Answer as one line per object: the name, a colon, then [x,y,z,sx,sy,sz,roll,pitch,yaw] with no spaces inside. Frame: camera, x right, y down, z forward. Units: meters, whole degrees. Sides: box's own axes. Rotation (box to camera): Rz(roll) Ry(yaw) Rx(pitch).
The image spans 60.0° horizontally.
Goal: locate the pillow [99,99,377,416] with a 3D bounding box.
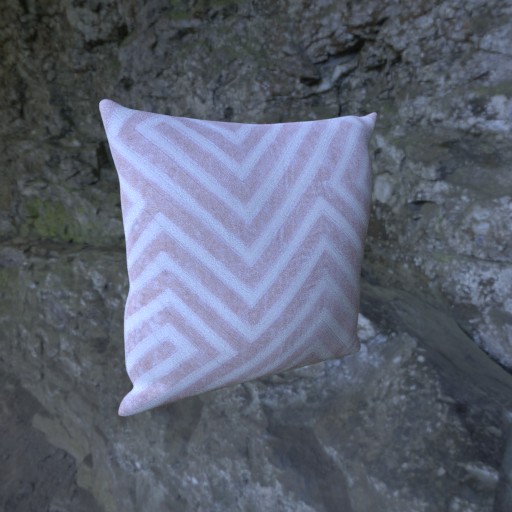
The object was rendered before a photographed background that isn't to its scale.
pillow: [0.000,0.000,0.678,0.440,0.441,0.182,-7,17,-25]
